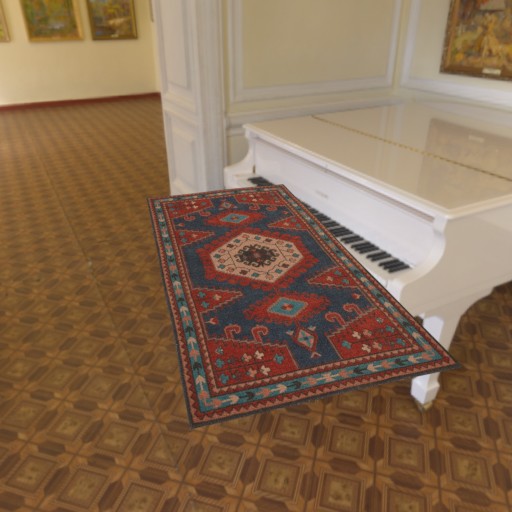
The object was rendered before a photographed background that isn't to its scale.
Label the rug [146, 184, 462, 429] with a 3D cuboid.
[{"bbox_3d":[0.000,0.000,3.555,1.522,0.034,3.032,-8,30,-14],"label":"rug"}]
